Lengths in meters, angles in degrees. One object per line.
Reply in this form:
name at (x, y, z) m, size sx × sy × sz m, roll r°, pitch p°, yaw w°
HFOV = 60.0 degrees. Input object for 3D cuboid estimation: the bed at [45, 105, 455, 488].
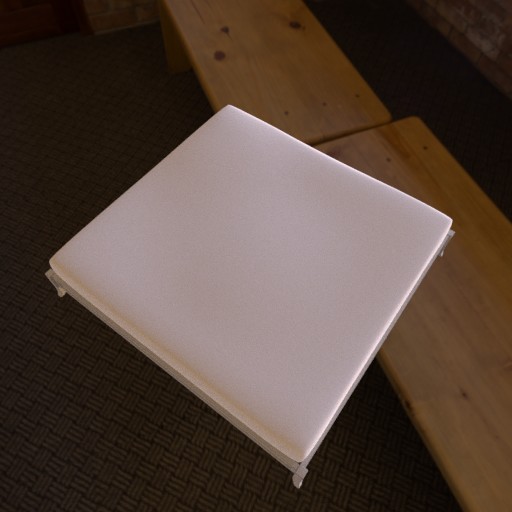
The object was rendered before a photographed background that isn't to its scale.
bed at (0.000, 0.000, 3.116) m, size 2.108 × 0.510 × 2.007 m, roll 32°, pitch 63°, yaw 19°
